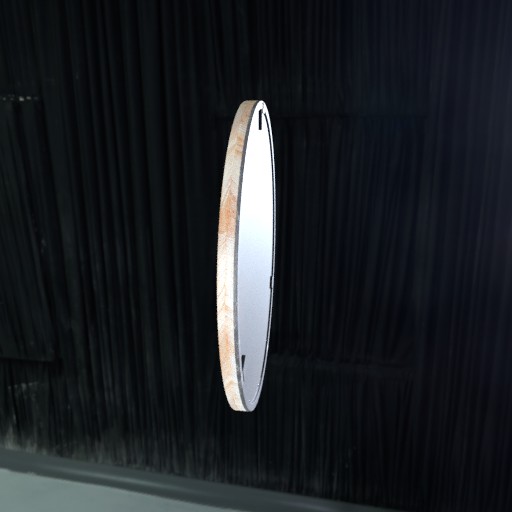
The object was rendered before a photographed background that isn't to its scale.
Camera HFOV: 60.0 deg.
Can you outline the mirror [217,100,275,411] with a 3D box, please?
[{"bbox_3d":[0.000,0.000,1.075,0.038,0.710,0.710,2,15,7],"label":"mirror"}]
